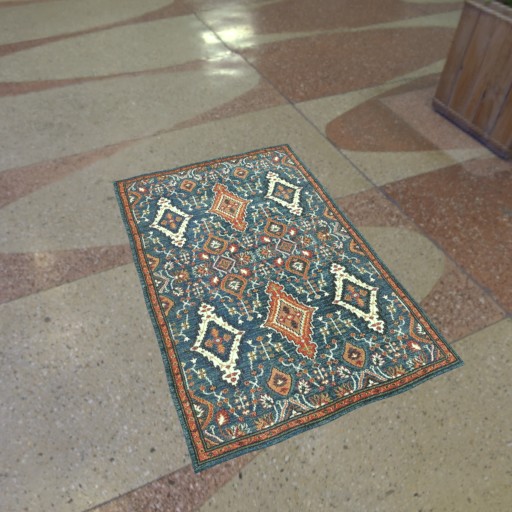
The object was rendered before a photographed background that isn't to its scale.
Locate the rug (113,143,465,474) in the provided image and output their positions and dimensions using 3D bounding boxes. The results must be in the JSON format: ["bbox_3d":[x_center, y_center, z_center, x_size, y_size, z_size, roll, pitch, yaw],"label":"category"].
[{"bbox_3d":[0.000,0.000,4.215,2.190,0.008,3.371,-16,49,-15],"label":"rug"}]
